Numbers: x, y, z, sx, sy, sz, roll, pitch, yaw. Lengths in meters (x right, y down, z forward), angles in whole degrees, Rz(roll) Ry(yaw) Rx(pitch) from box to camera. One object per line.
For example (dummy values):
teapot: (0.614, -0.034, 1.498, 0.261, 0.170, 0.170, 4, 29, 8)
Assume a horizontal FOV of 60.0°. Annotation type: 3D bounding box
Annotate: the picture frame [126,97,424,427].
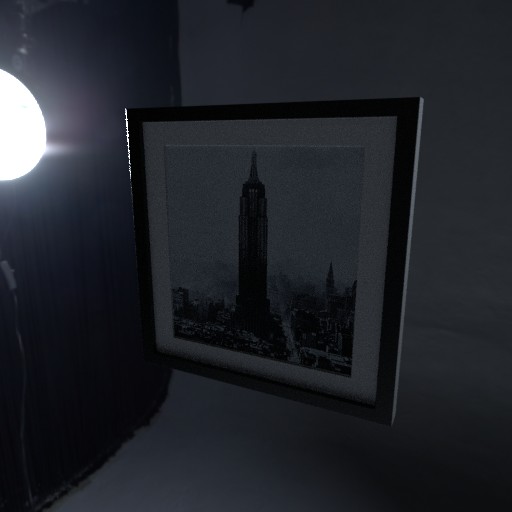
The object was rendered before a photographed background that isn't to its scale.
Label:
picture frame: (0.000, 0.000, 0.545, 0.355, 0.353, 0.029, 7, 16, 25)
